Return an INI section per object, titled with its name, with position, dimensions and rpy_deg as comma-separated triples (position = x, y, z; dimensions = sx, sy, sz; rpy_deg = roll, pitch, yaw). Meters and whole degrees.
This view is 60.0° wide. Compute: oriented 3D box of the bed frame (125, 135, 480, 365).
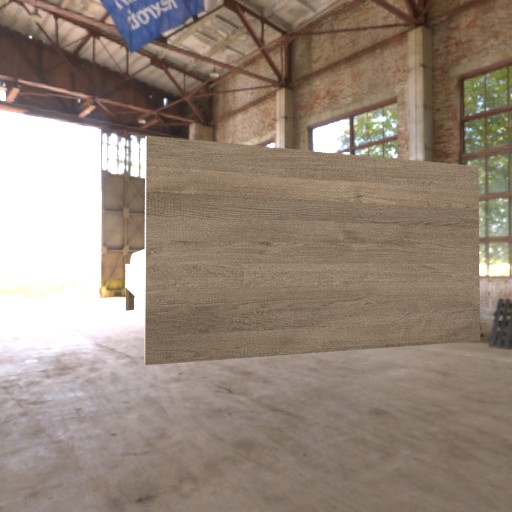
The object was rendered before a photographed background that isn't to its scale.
[bed frame]
position = 0.000, 0.000, 2.708
dimensions = 1.490, 0.800, 1.950
rpy_deg = 0, -1, -19
